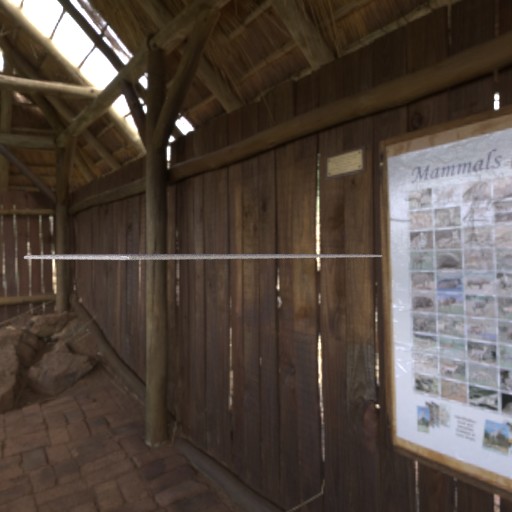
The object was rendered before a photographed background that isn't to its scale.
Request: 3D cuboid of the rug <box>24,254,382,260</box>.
[{"bbox_3d":[0.000,0.000,2.520,0.659,0.019,2.297,0,0,36],"label":"rug"}]
